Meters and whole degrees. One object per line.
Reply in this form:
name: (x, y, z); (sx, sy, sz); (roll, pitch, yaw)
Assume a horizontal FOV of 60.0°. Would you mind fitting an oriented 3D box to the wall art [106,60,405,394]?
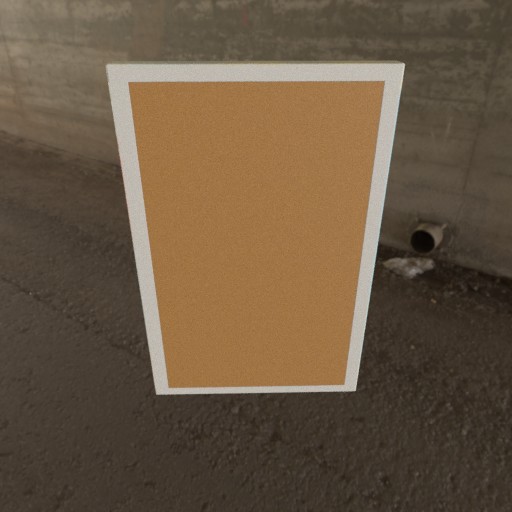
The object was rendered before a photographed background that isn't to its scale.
wall art: (0.000, 0.000, 0.756); (0.401, 0.610, 0.038); (-1, 29, -1)
